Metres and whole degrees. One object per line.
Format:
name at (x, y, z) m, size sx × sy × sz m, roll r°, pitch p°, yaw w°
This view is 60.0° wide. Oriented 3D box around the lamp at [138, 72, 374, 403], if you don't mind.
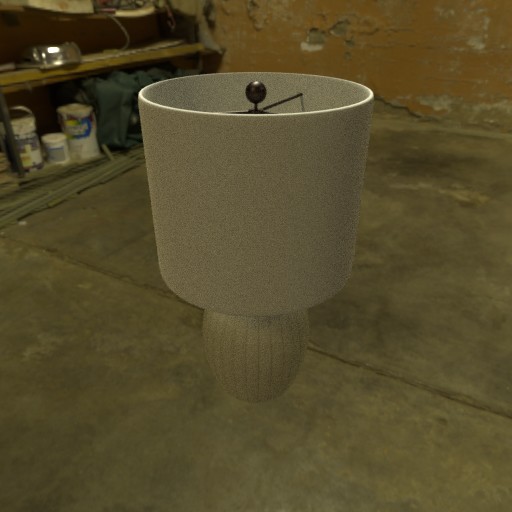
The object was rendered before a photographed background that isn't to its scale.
lamp at (0.000, 0.000, 0.768) m, size 0.329 × 0.570 × 0.329 m, roll -8°, pitch 31°, yaw -13°
